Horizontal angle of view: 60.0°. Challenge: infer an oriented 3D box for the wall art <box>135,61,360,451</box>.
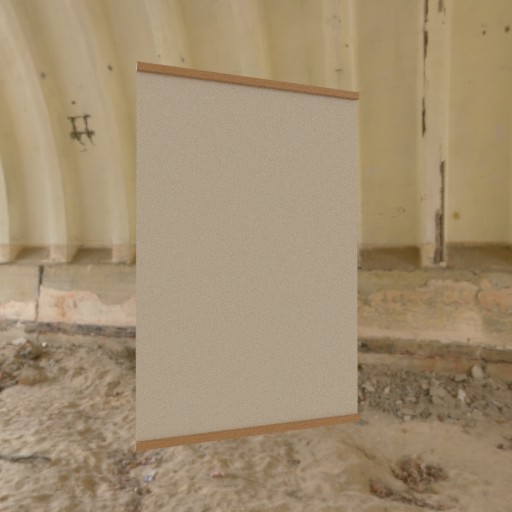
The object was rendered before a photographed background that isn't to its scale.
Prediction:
[{"bbox_3d":[0.000,0.000,1.894,0.991,1.510,0.040,0,-1,-19],"label":"wall art"}]
